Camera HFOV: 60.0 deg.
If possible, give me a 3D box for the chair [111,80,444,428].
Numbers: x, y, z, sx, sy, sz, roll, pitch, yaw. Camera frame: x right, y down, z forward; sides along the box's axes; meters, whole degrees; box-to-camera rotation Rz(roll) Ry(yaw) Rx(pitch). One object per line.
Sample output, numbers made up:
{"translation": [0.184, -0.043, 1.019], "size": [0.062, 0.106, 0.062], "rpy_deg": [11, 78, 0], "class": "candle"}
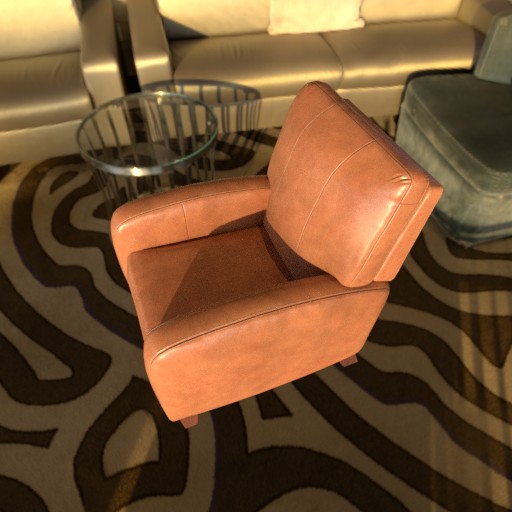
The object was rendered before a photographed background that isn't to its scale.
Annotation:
{"translation": [0.000, 0.000, 1.686], "size": [0.990, 0.990, 0.762], "rpy_deg": [-17, 50, -15], "class": "chair"}
